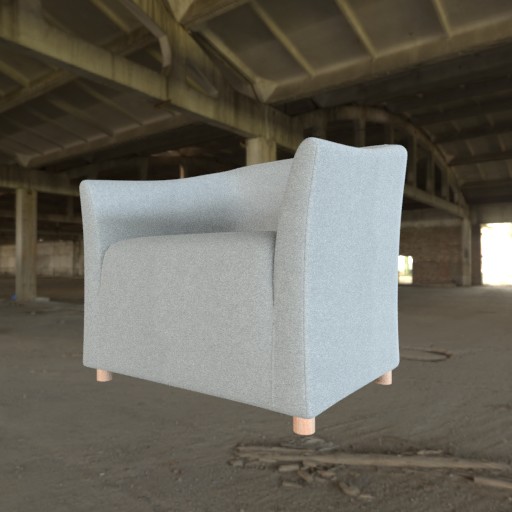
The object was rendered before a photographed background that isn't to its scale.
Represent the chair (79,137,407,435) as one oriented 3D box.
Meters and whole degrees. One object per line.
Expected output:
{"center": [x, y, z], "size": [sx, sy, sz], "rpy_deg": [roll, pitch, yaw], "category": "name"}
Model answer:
{"center": [0.000, 0.000, 1.331], "size": [0.790, 0.720, 0.700], "rpy_deg": [-1, -1, 36], "category": "chair"}
